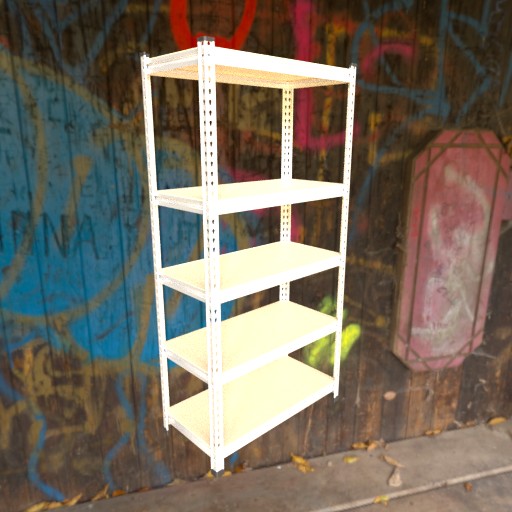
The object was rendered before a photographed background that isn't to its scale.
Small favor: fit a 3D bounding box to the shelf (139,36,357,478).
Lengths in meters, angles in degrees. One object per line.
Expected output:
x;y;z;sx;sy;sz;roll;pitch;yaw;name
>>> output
0.000;0.000;2.225;0.914;1.829;0.457;-14;20;-41;shelf
